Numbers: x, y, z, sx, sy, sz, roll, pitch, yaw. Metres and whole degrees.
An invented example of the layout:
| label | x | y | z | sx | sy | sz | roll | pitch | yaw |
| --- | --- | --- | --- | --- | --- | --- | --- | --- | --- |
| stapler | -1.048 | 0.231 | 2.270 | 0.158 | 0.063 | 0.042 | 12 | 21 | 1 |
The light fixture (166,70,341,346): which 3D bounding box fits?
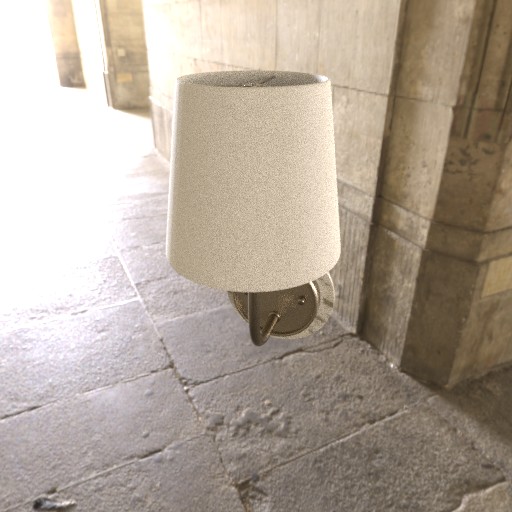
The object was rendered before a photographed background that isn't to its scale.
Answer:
| label | x | y | z | sx | sy | sz | roll | pitch | yaw |
| --- | --- | --- | --- | --- | --- | --- | --- | --- | --- |
| light fixture | 0.000 | 0.000 | 0.448 | 0.168 | 0.337 | 0.188 | 9 | 29 | 16 |
